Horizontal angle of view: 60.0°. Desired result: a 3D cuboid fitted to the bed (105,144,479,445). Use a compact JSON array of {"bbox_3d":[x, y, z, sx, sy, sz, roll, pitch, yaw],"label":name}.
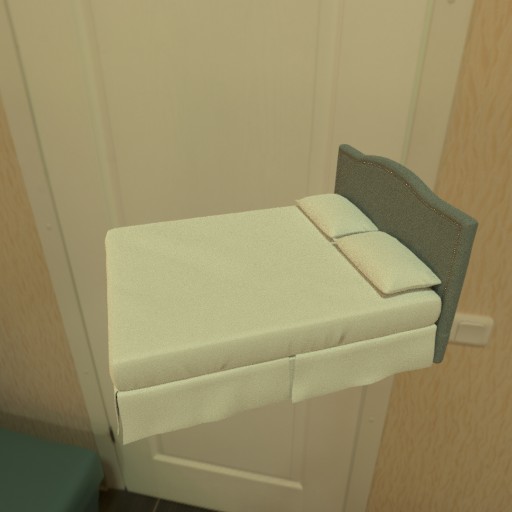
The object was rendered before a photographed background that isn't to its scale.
[{"bbox_3d":[0.000,0.000,3.949,2.689,1.457,2.161,-9,31,-15],"label":"bed"}]
